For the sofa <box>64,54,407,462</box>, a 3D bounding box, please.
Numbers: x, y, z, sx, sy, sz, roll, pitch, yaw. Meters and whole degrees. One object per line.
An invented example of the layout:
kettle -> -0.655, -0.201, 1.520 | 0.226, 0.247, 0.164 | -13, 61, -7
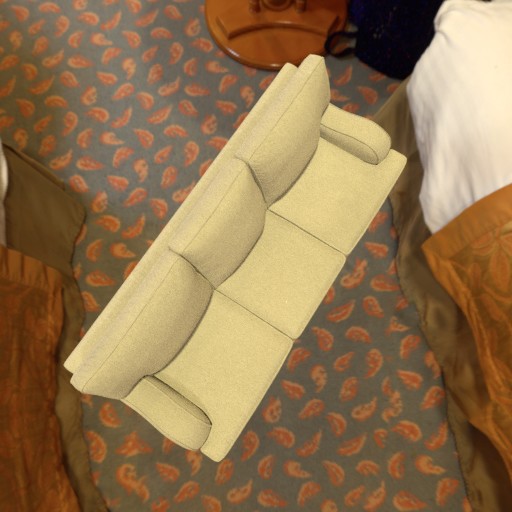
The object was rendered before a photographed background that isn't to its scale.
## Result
sofa -> 0.000, 0.000, 2.820 | 1.016, 0.991, 2.323 | 32, 78, 8
